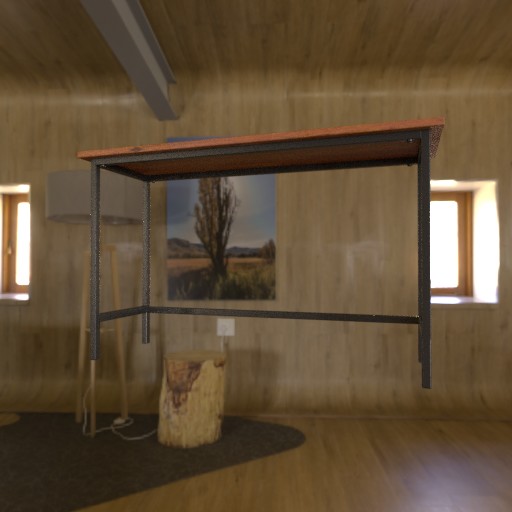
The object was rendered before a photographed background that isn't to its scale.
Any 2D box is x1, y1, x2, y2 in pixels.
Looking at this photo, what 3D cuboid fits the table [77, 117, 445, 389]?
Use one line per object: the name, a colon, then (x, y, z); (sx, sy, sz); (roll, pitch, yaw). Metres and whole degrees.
table: (0.000, 0.000, 1.569); (1.204, 0.740, 0.408); (0, -1, 19)
